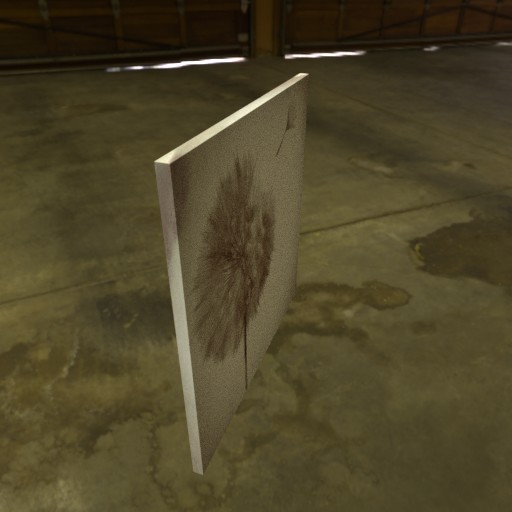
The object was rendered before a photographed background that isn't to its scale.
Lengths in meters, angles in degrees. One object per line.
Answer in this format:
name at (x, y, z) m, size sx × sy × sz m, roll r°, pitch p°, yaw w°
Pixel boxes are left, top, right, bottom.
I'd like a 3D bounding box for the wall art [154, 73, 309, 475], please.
wall art at (0.000, 0.000, 1.143) m, size 0.027 × 0.762 × 0.762 m, roll 11°, pitch 34°, yaw 18°
